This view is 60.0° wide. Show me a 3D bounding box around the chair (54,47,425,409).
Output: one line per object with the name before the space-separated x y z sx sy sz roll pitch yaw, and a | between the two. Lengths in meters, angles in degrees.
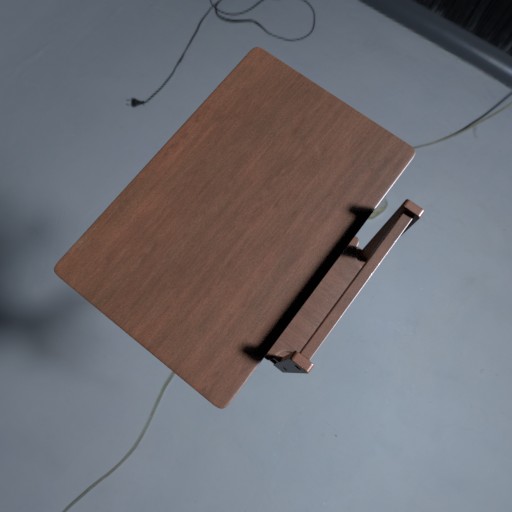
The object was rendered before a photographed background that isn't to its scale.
chair | 0.000 0.000 1.073 0.463 0.673 0.599 37 78 9
